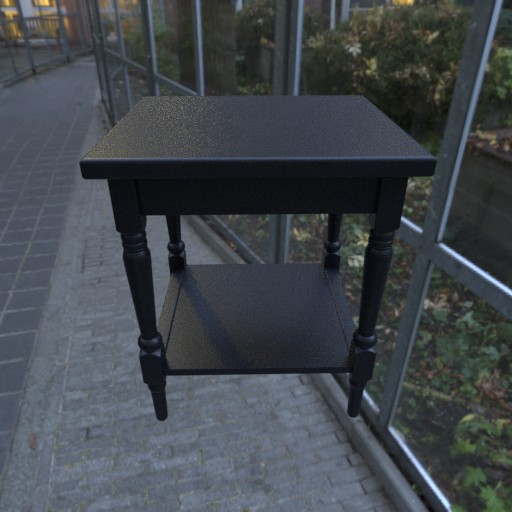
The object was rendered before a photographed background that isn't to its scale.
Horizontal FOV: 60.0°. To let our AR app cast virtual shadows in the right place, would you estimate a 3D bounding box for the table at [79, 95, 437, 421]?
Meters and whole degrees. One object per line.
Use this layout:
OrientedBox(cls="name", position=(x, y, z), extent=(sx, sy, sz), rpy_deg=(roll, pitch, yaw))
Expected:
OrientedBox(cls="table", position=(0.000, 0.000, 0.933), extent=(0.488, 0.565, 0.442), rpy_deg=(-1, 30, -1))
